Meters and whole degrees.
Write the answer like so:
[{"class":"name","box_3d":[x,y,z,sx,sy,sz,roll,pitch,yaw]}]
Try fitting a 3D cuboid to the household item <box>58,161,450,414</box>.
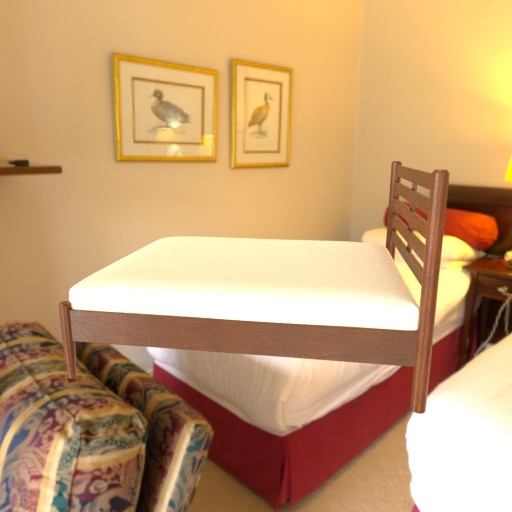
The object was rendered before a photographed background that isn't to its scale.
[{"class":"household item","box_3d":[0.000,0.000,3.316,2.232,1.356,1.663,2,14,9]}]
